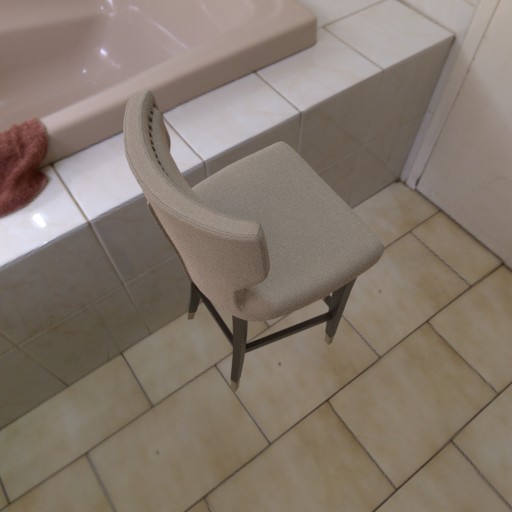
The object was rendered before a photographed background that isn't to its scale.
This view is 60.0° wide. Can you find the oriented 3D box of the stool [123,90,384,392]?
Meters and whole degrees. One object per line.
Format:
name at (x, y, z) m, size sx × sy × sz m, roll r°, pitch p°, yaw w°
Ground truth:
stool at (0.000, 0.000, 1.416) m, size 0.563 × 1.092 × 0.526 m, roll -29°, pitch 63°, yaw -17°
